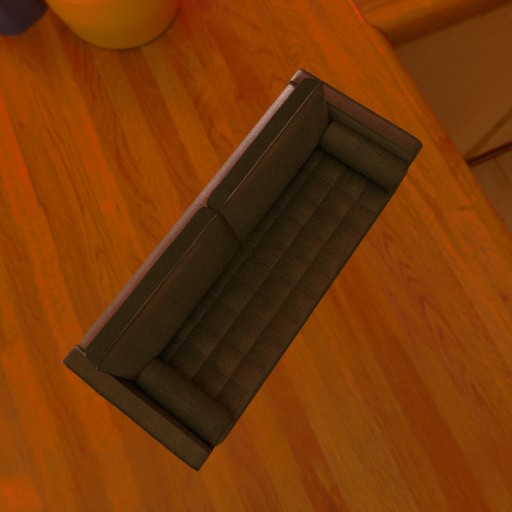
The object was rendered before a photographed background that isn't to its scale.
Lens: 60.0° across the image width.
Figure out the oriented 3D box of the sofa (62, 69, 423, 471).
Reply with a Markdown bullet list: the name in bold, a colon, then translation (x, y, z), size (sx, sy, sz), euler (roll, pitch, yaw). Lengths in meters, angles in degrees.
- **sofa**: translation (0.000, 0.000, 2.617), size (0.918, 0.769, 2.199), euler (35, 78, 9)
